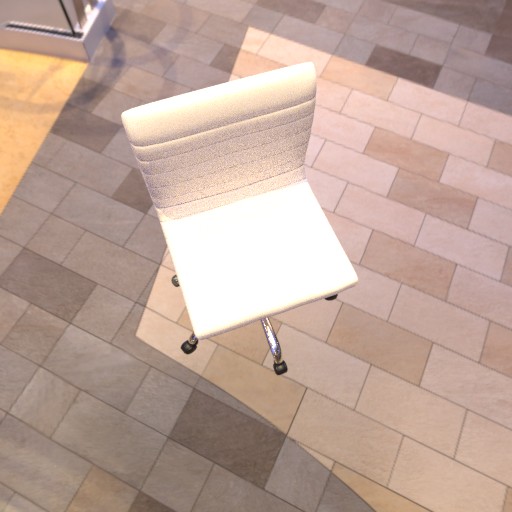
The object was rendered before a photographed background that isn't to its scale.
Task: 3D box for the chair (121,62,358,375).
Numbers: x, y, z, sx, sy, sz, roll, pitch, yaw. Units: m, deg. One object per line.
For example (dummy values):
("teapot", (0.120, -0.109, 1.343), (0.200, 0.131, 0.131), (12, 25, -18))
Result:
("chair", (0.000, 0.000, 1.073), (0.520, 0.750, 0.455), (-18, 66, -9))
